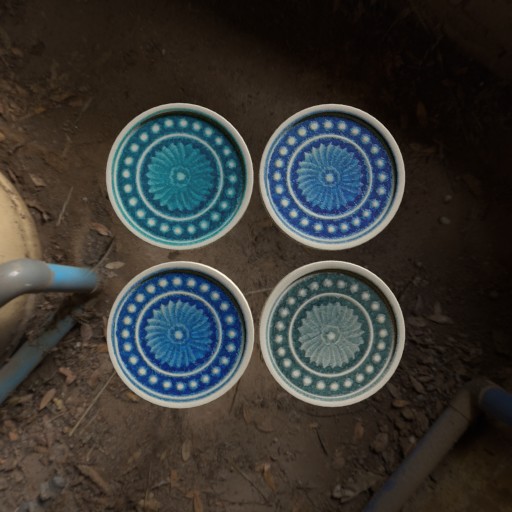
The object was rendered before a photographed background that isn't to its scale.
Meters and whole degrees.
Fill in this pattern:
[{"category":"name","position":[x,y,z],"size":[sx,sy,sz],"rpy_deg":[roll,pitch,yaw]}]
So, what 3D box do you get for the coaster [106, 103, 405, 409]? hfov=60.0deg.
[{"category":"coaster","position":[0.000,0.000,0.330],"size":[0.220,0.010,0.224],"rpy_deg":[0,90,-1]}]
